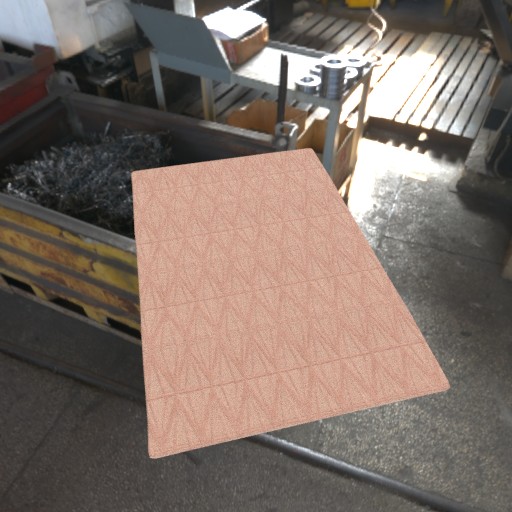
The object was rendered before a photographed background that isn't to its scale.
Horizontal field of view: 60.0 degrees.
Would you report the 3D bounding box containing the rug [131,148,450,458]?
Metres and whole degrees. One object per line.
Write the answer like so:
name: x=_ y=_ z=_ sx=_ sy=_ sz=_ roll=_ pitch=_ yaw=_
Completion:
rug: x=0.000 y=0.000 z=3.043 sx=1.609 sy=0.015 sz=2.390 roll=-10 pitch=47 yaw=-9
